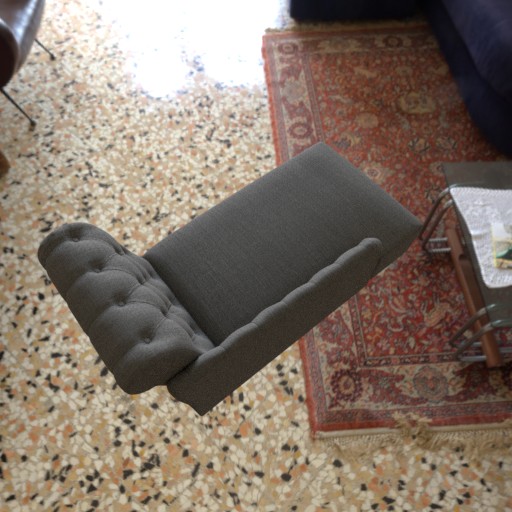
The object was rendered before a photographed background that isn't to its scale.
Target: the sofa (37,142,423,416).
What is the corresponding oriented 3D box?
[{"bbox_3d":[0.000,0.000,1.837,1.379,0.787,0.675,-35,65,-19],"label":"sofa"}]
